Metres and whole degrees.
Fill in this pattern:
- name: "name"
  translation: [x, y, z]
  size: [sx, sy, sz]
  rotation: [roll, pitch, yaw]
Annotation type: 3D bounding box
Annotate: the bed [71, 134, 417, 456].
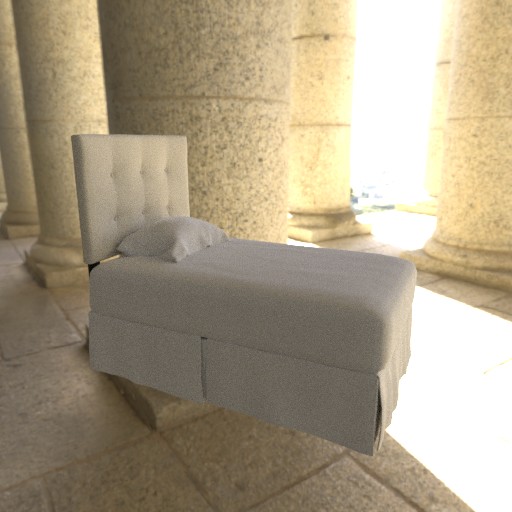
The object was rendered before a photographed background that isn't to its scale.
- name: "bed"
  translation: [0.000, 0.000, 2.959]
  size: [1.997, 1.571, 1.261]
  rotation: [7, 16, 25]
